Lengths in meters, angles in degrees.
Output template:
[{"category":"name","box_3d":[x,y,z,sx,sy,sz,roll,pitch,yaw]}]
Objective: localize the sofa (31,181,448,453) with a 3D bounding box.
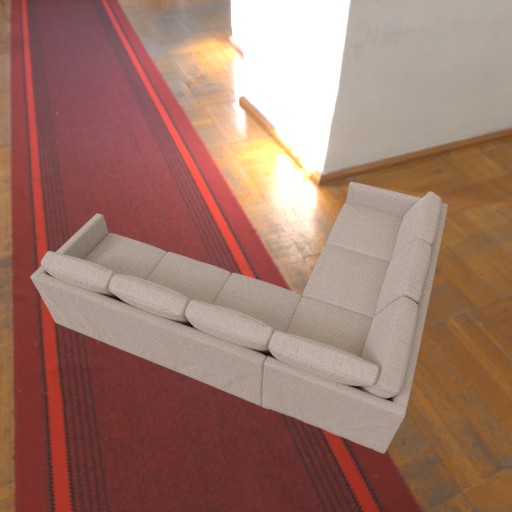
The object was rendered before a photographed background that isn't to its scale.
[{"category":"sofa","box_3d":[0.000,0.000,4.296,3.182,0.871,2.432,17,48,16]}]
